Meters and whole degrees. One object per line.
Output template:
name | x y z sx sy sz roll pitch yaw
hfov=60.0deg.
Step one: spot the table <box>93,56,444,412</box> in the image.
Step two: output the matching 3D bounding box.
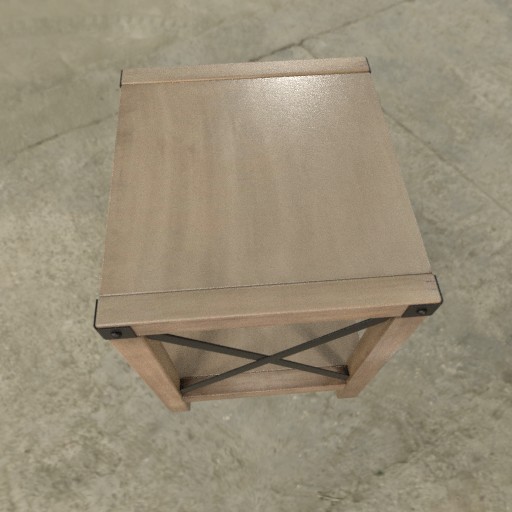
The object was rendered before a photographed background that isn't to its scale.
table | 0.000 0.000 0.923 0.459 0.561 0.510 -4 60 -2
